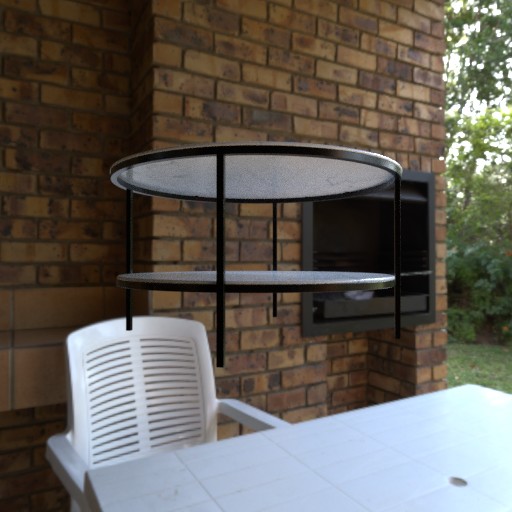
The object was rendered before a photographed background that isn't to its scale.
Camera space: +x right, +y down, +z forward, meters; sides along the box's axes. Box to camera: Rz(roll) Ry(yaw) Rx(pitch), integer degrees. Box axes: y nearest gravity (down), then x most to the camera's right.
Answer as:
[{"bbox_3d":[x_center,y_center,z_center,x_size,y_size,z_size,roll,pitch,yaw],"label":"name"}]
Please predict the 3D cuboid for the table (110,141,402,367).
[{"bbox_3d":[0.000,0.000,1.275,0.800,0.450,0.800,0,0,0],"label":"table"}]
